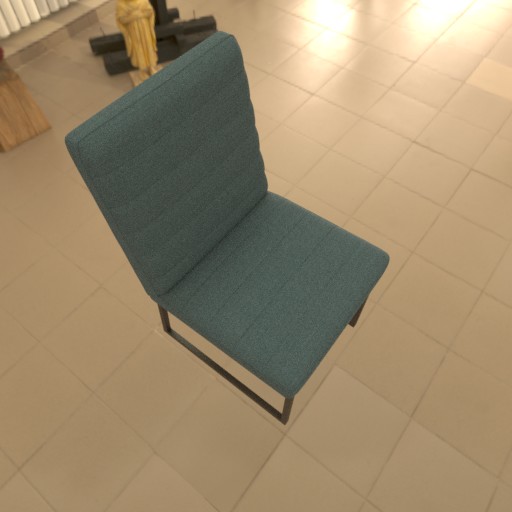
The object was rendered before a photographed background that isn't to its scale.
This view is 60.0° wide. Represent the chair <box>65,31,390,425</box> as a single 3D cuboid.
[{"bbox_3d":[0.000,0.000,1.282,0.634,0.930,0.520,33,62,20],"label":"chair"}]
